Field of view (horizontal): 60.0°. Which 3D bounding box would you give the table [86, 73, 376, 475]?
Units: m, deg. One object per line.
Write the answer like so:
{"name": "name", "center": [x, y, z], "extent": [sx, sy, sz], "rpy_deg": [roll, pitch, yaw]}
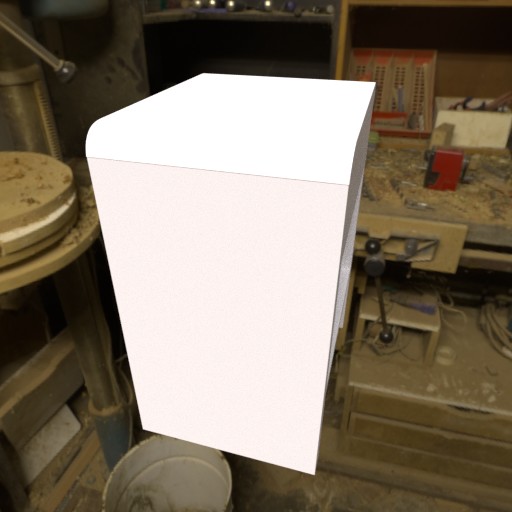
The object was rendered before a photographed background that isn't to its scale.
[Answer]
{"name": "table", "center": [0.000, 0.000, 0.859], "extent": [0.350, 0.590, 0.450], "rpy_deg": [9, 33, 14]}
